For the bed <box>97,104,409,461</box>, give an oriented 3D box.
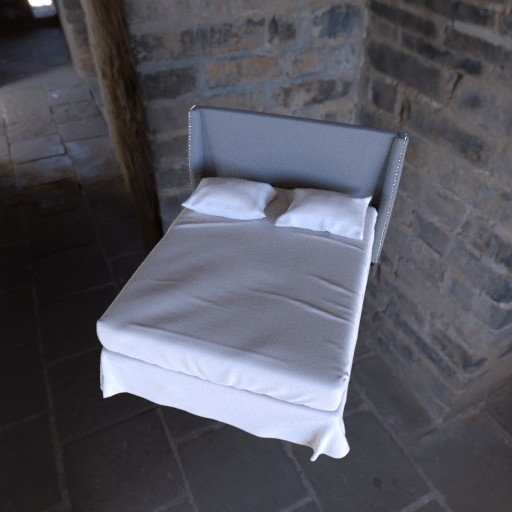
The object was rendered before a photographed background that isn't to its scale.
[{"bbox_3d":[0.000,0.000,3.447,1.925,1.332,2.276,12,43,13],"label":"bed"}]
